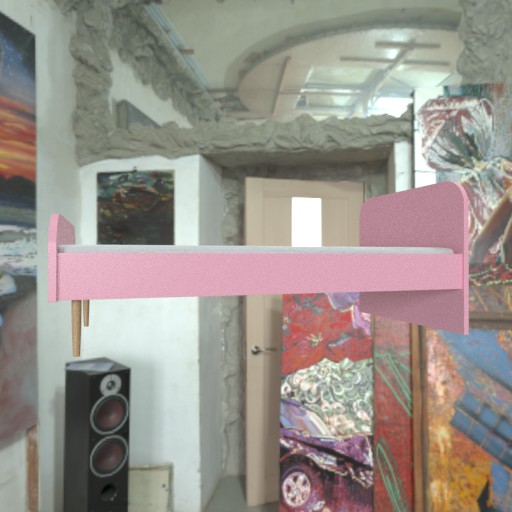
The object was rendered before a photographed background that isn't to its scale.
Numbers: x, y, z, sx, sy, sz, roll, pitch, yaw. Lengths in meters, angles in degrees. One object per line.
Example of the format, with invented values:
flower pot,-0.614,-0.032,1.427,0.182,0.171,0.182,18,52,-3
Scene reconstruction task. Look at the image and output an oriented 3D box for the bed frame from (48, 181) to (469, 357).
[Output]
bed frame,0.000,0.000,2.433,1.963,0.805,0.998,0,0,-18
